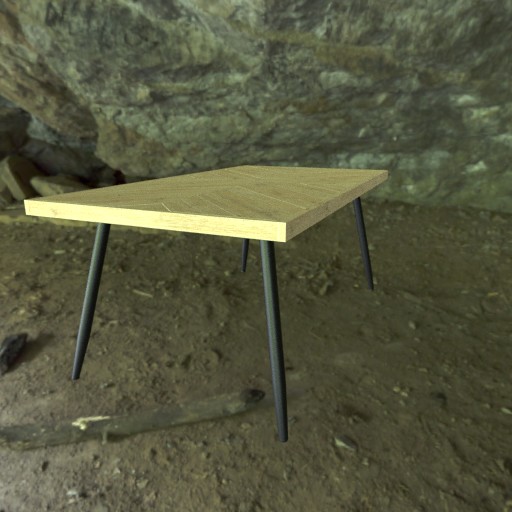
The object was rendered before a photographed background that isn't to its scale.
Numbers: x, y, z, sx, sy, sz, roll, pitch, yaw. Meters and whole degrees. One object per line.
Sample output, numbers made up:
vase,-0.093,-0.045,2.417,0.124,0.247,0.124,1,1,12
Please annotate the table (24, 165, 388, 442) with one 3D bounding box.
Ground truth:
table,0.000,0.000,2.271,0.991,0.762,1.803,7,17,23
